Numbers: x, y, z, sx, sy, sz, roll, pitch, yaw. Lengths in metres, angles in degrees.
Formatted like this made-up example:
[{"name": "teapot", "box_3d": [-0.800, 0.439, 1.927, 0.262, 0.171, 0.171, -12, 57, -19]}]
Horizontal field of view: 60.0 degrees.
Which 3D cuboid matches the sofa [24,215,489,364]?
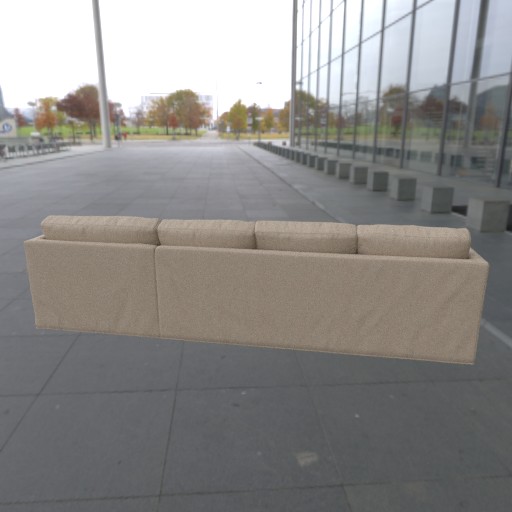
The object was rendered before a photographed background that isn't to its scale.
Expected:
[{"name": "sofa", "box_3d": [0.000, 0.000, 3.780, 3.177, 0.867, 1.622, 3, 16, 10]}]
